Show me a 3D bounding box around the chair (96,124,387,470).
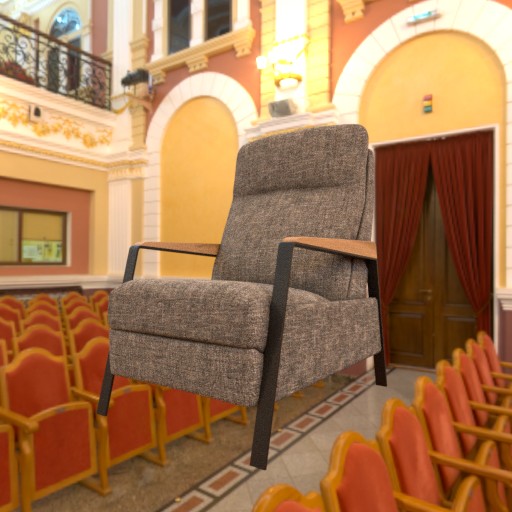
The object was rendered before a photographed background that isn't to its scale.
[{"bbox_3d":[0.000,0.000,1.618,0.671,1.042,0.868,0,0,36],"label":"chair"}]
